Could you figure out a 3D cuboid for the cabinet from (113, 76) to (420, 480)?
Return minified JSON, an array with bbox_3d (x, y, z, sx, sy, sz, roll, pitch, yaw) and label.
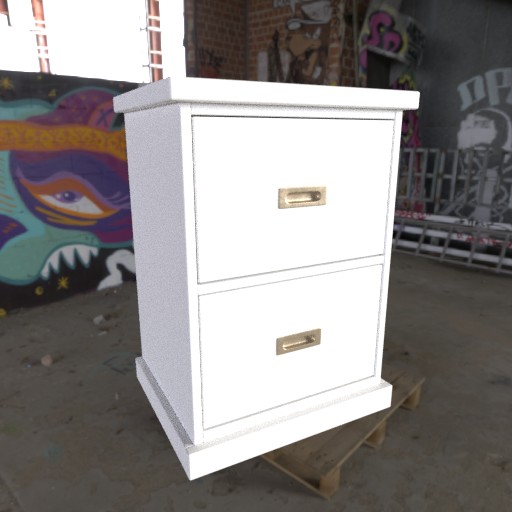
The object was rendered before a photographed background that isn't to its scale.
[{"bbox_3d":[0.000,0.000,1.052,0.520,0.723,0.431,-8,17,-27],"label":"cabinet"}]
